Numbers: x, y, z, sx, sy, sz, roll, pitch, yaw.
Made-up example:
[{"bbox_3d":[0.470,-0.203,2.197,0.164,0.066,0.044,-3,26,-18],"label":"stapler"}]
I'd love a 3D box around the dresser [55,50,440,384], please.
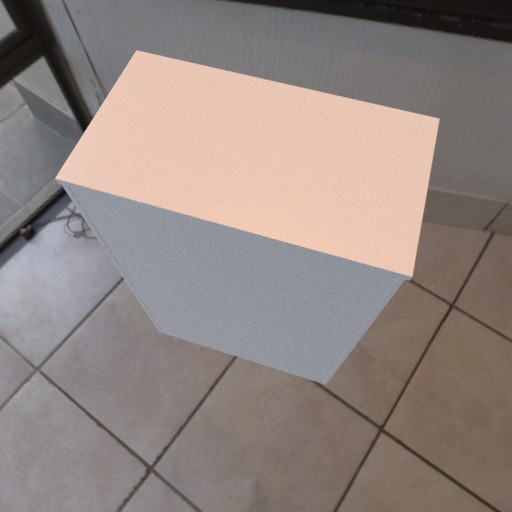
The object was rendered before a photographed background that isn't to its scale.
[{"bbox_3d":[0.000,0.000,1.367,0.704,1.021,0.401,16,64,8],"label":"dresser"}]
